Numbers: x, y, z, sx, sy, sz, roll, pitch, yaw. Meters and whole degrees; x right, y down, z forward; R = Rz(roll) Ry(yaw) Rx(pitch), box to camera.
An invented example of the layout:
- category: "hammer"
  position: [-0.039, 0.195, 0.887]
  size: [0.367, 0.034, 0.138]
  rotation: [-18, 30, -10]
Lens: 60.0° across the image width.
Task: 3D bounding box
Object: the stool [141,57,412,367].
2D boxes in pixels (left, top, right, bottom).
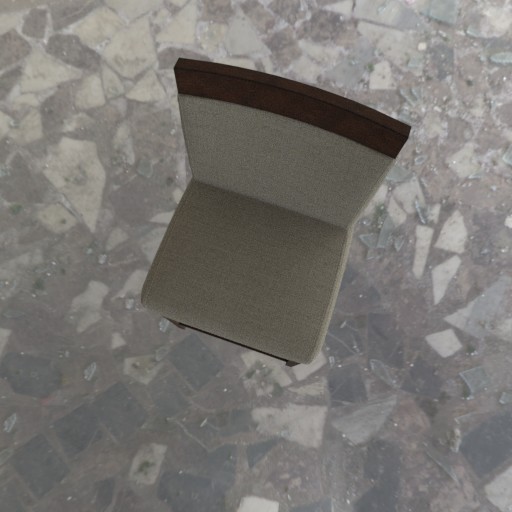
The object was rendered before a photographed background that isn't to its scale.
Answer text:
- category: "stool"
  position: [0.000, 0.000, 1.344]
  size: [0.512, 1.009, 0.531]
  rotation: [18, 76, 5]
